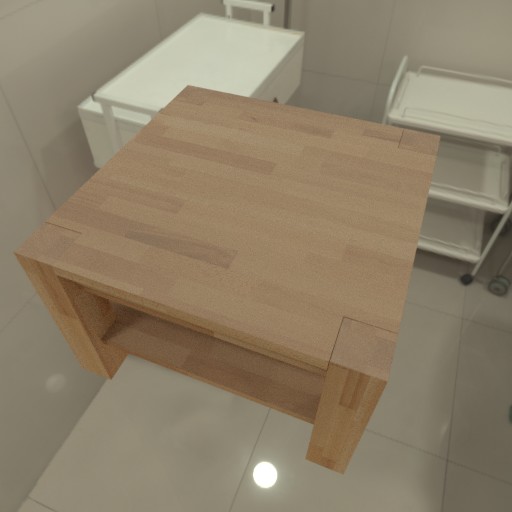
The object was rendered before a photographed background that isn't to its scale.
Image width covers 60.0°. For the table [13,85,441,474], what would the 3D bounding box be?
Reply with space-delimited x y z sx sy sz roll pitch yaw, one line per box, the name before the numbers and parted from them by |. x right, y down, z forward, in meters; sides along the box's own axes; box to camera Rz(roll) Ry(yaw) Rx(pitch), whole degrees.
table | 0.000 0.000 1.127 0.700 0.451 0.700 17 50 14
